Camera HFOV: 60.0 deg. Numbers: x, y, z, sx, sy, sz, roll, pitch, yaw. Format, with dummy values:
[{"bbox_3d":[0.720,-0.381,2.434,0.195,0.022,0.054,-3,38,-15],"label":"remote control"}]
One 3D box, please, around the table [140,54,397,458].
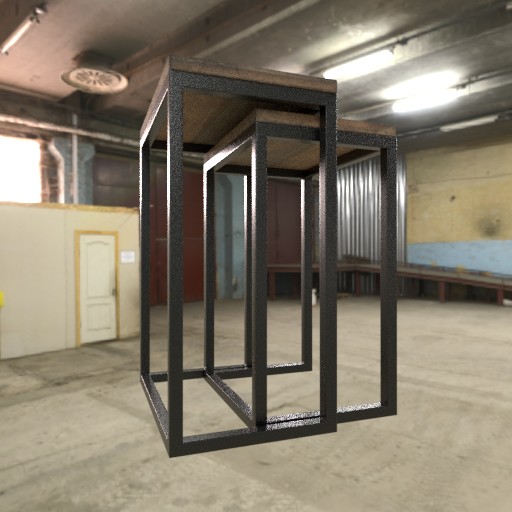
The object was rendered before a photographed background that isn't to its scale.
[{"bbox_3d":[0.000,0.000,0.954,0.460,0.615,0.456,0,0,-18],"label":"table"}]
